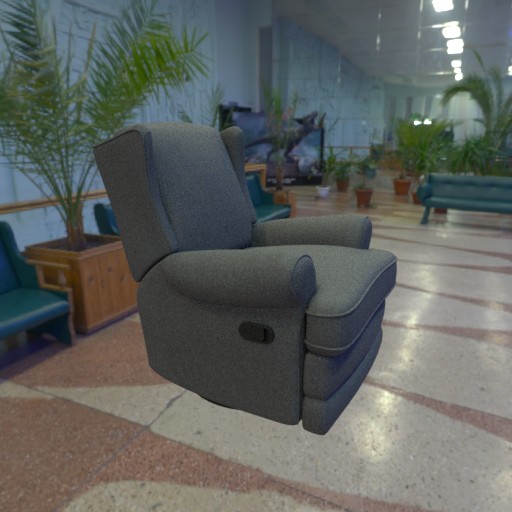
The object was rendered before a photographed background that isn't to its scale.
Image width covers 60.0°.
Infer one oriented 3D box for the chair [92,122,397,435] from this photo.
[{"bbox_3d":[0.000,0.000,1.730,0.969,1.011,0.847,8,18,27],"label":"chair"}]
